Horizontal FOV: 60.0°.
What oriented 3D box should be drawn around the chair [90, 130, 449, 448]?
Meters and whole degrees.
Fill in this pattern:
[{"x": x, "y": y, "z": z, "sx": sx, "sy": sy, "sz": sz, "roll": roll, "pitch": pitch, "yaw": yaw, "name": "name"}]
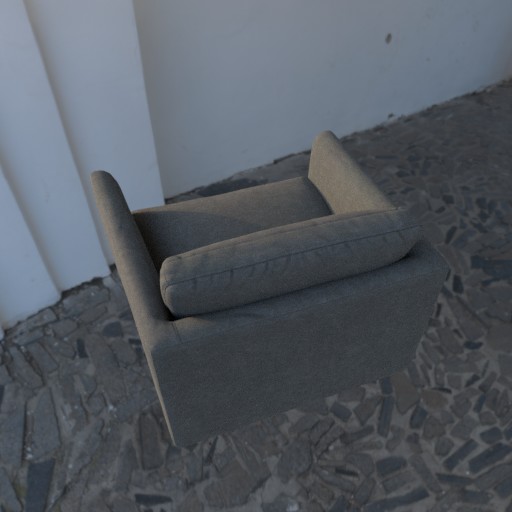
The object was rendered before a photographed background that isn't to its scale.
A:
[{"x": 0.000, "y": 0.000, "z": 1.911, "sx": 1.190, "sy": 0.845, "sz": 1.091, "roll": -14, "pitch": 44, "yaw": -15, "name": "chair"}]
